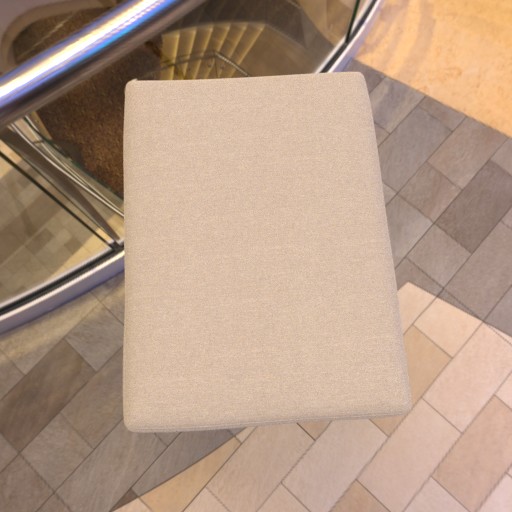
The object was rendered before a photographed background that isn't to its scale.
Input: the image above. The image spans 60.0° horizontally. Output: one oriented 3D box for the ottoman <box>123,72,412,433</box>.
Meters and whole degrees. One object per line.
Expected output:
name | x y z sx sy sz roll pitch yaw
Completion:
ottoman | 0.000 0.000 1.126 0.569 0.500 0.771 -3 76 -1
